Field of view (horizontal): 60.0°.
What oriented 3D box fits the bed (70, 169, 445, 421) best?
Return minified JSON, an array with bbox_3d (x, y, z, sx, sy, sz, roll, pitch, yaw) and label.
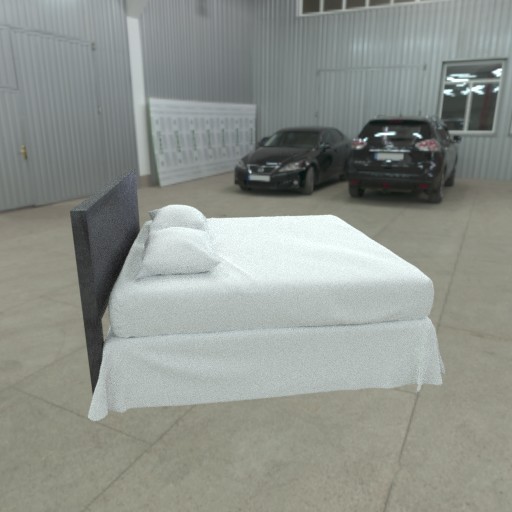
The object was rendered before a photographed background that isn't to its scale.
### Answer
[{"bbox_3d":[0.000,0.000,3.444,2.165,1.158,2.255,-2,17,-7],"label":"bed"}]
